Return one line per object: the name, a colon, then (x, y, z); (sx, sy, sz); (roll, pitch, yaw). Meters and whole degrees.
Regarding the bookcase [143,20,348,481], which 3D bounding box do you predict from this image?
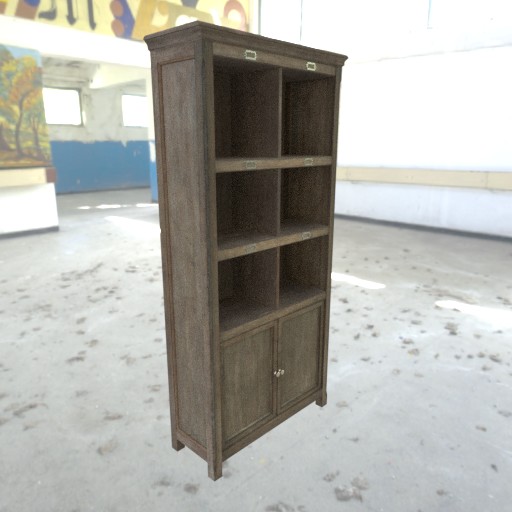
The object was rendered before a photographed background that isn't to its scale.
bookcase: (0.000, 0.000, 2.155); (0.348, 1.880, 0.906); (14, 20, 43)
